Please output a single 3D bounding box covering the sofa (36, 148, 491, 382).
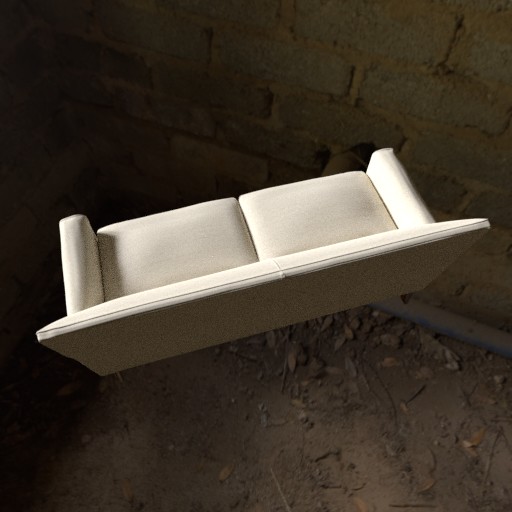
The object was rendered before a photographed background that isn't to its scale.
[{"bbox_3d":[0.000,0.000,2.440,2.001,0.907,0.841,-14,58,-9],"label":"sofa"}]
